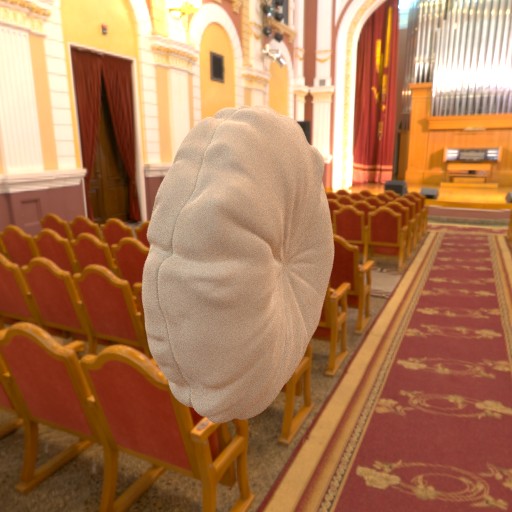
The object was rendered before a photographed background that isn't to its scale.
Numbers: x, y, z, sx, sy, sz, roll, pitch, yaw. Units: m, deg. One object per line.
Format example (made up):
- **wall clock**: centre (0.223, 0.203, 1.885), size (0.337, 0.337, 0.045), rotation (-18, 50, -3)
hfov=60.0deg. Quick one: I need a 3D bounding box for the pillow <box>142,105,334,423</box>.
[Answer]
- **pillow**: centre (0.000, 0.000, 0.630), size (0.148, 0.407, 0.428), rotation (7, 15, 25)
